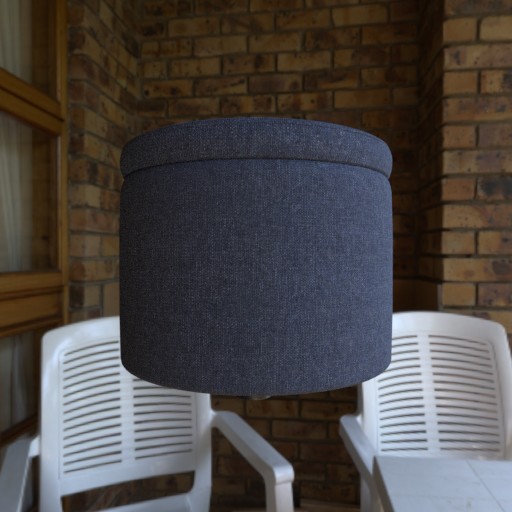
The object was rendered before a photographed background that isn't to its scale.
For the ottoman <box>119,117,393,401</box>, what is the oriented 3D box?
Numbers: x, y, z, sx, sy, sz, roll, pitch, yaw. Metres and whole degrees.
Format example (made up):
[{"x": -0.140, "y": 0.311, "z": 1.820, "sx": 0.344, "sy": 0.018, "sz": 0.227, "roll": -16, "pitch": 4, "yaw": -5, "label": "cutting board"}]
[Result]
[{"x": 0.000, "y": 0.000, "z": 0.882, "sx": 0.520, "sy": 0.430, "sz": 0.520, "roll": 0, "pitch": 0, "yaw": 0, "label": "ottoman"}]
